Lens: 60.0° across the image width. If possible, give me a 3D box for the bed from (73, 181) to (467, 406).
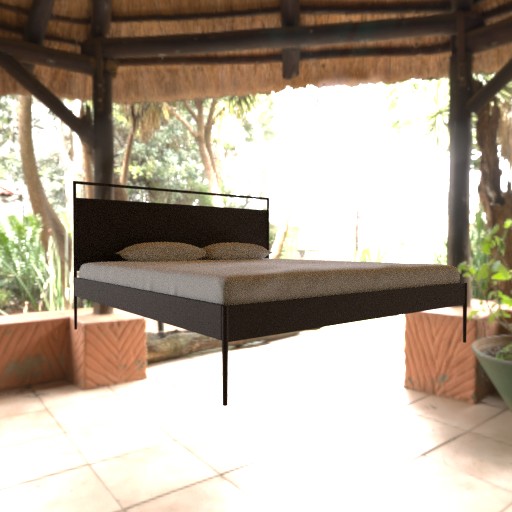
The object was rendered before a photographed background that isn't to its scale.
[{"bbox_3d":[0.000,0.000,3.261,1.993,1.173,2.151,-1,2,-38],"label":"bed"}]
